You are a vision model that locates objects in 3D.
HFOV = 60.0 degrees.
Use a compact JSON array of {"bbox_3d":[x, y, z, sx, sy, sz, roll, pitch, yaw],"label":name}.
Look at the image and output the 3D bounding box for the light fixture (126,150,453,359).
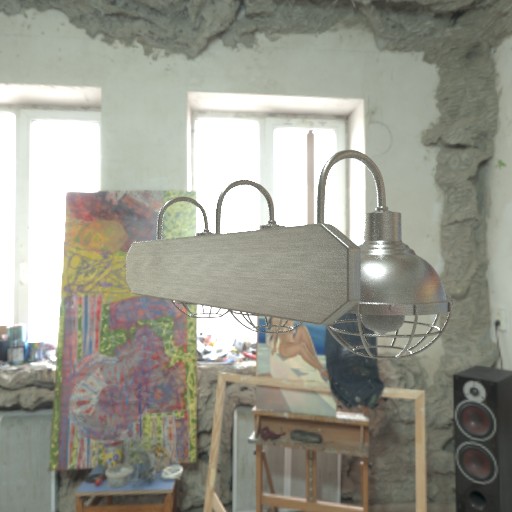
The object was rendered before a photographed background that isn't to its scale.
[{"bbox_3d":[0.000,0.000,0.745,0.229,0.254,0.634,1,-1,-35],"label":"light fixture"}]
